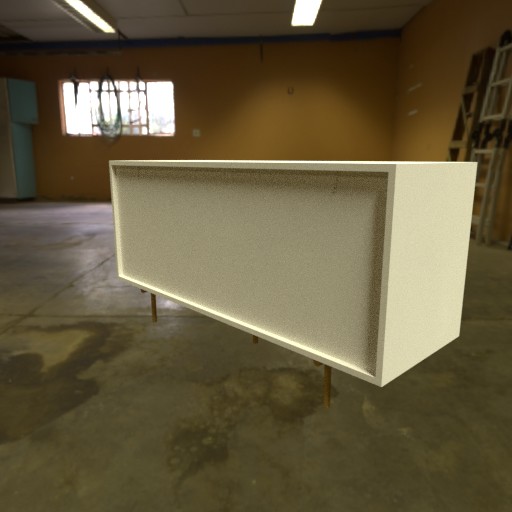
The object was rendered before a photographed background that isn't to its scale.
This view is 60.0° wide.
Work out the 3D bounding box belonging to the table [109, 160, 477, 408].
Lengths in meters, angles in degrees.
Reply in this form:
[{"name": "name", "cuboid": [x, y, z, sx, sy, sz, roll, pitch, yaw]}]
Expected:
[{"name": "table", "cuboid": [0.000, 0.000, 1.842, 0.508, 0.769, 1.500, -12, 17, -42]}]
